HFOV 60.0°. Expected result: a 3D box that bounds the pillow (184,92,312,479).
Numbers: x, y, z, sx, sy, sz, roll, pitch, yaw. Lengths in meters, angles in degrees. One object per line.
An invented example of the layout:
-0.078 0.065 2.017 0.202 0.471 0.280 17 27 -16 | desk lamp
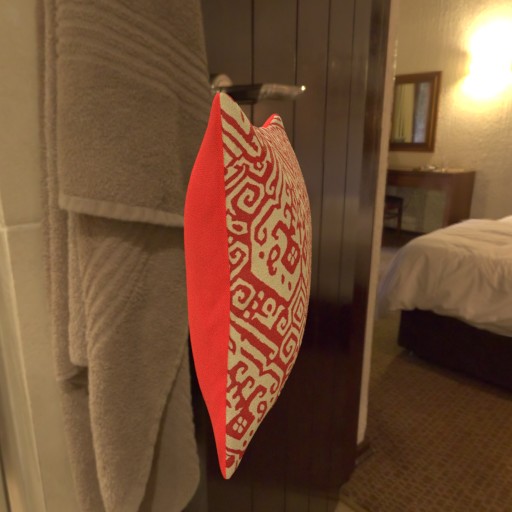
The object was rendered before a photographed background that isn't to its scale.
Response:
0.000 0.000 0.789 0.192 0.507 0.522 2 15 9 | pillow
